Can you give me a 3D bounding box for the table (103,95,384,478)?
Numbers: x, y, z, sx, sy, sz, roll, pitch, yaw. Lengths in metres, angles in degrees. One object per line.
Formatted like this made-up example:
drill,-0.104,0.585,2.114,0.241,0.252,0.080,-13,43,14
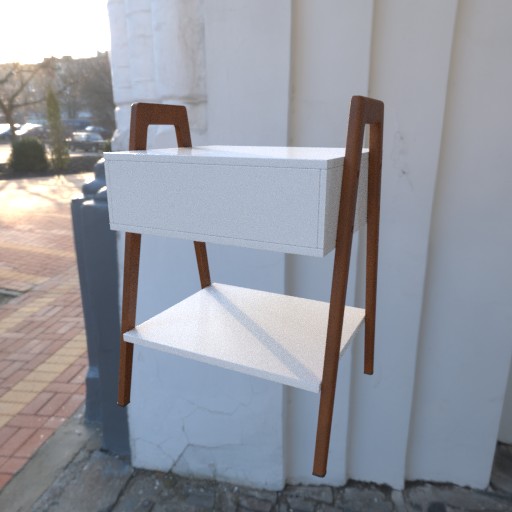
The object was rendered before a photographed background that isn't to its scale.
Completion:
table,0.000,0.000,0.927,0.457,0.610,0.405,8,18,26
